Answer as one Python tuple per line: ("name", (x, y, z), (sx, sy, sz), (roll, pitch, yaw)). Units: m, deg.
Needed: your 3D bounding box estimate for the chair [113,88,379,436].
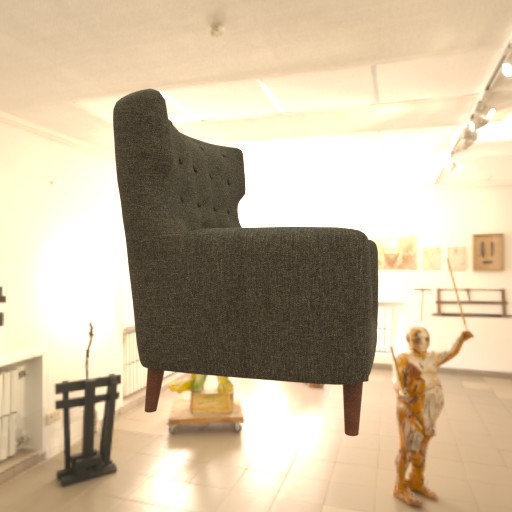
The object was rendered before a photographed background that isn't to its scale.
("chair", (0.000, 0.000, 1.726), (0.904, 1.063, 0.878), (0, 0, 17))
